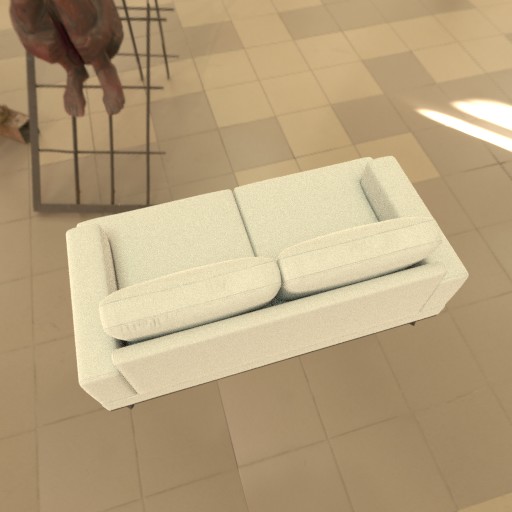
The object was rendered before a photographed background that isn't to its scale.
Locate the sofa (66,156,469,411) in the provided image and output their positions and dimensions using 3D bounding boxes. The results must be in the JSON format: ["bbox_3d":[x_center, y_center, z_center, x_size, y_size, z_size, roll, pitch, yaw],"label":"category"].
[{"bbox_3d":[0.000,0.000,2.129,1.650,0.810,0.920,-14,59,-9],"label":"sofa"}]
